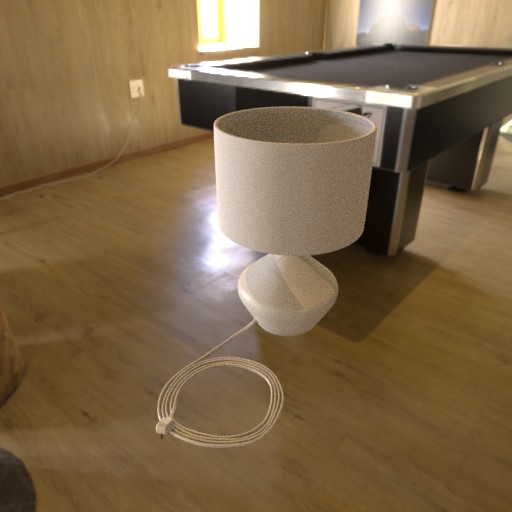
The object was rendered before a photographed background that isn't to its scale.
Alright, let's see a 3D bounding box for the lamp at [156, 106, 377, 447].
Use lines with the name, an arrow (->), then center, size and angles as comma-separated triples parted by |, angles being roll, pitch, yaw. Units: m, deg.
lamp -> 0.000, 0.000, 0.855 | 0.546, 0.457, 0.401 | -19, 34, -29
